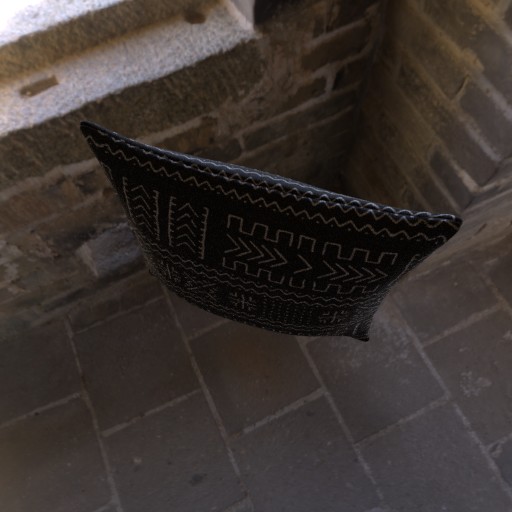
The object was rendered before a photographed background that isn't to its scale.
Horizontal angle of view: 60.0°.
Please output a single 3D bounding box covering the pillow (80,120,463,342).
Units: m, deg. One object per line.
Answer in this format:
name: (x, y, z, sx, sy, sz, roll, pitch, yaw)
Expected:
pillow: (0.000, 0.000, 0.661, 0.438, 0.430, 0.164, 16, 65, 8)
